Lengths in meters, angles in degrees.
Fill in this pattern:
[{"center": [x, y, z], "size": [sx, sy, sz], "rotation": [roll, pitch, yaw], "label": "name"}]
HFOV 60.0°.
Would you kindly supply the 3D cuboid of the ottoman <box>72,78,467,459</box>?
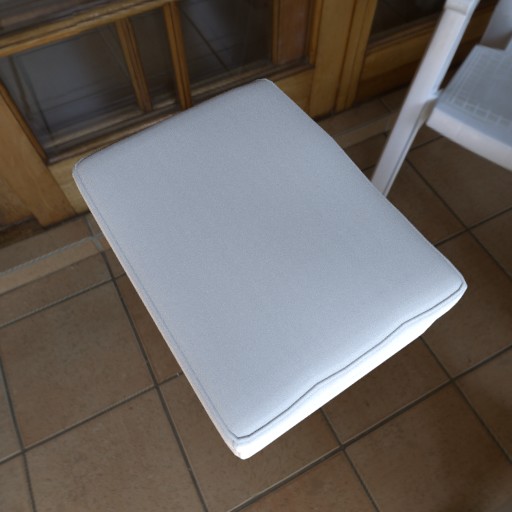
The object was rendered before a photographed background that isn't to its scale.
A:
[{"center": [0.000, 0.000, 1.205], "size": [0.634, 0.479, 0.818], "rotation": [-30, 65, -15], "label": "ottoman"}]
